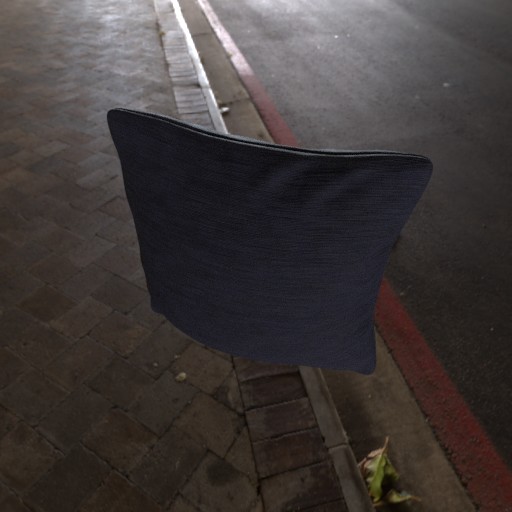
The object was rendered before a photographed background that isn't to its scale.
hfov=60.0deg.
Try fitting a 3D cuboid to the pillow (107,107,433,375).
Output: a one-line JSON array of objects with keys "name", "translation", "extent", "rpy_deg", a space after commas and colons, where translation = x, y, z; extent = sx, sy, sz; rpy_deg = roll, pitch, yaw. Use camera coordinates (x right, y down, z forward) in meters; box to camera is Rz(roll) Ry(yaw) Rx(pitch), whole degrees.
[{"name": "pillow", "translation": [0.000, 0.000, 0.683], "extent": [0.432, 0.414, 0.246], "rpy_deg": [13, 43, 15]}]
